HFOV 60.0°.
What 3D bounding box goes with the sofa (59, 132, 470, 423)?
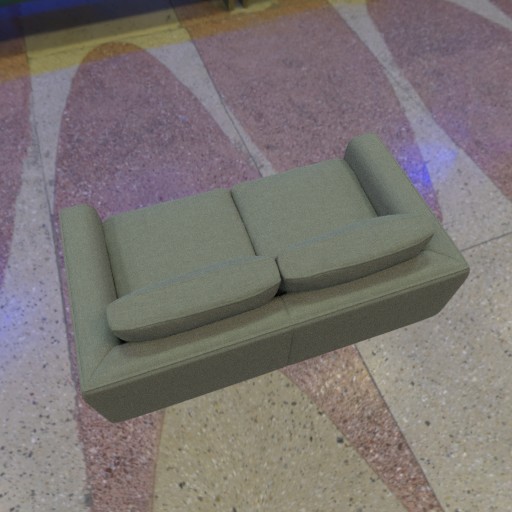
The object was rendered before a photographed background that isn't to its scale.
[{"bbox_3d":[0.000,0.000,2.394,1.920,0.800,1.069,-16,59,-10],"label":"sofa"}]
